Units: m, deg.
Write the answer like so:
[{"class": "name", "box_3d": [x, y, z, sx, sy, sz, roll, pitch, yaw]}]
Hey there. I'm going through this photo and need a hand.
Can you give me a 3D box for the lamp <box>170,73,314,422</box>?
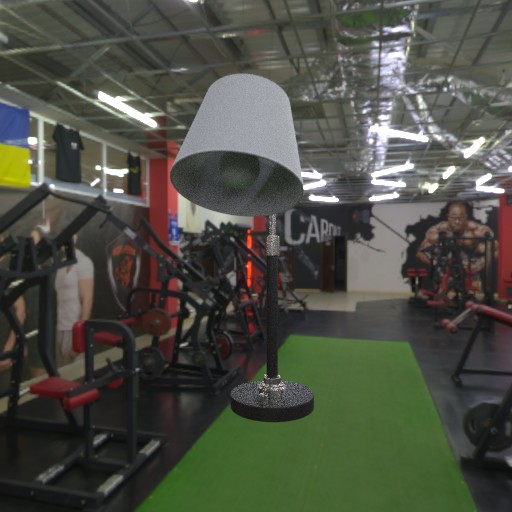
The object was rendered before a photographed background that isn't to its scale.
[{"class": "lamp", "box_3d": [0.000, 0.000, 0.687, 0.181, 0.539, 0.348, 0, 1, 17]}]
